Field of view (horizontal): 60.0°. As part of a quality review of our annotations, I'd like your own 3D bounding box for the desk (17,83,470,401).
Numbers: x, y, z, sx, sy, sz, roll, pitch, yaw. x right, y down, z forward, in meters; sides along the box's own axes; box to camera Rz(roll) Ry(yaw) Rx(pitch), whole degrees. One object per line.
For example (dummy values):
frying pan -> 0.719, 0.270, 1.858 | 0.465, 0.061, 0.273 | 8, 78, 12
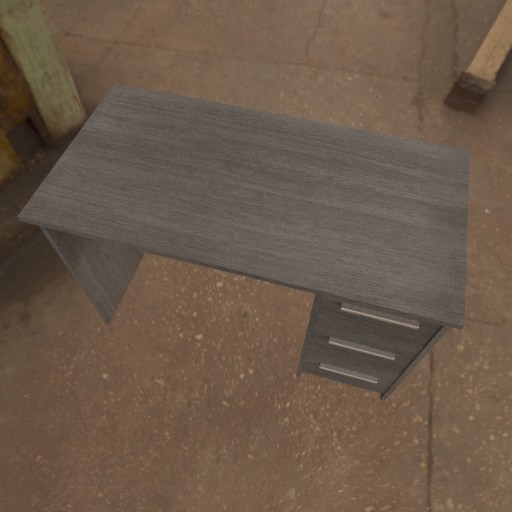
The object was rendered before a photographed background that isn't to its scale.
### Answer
desk -> 0.000, 0.000, 1.494 | 1.097, 0.735, 0.560 | 13, 58, 9
